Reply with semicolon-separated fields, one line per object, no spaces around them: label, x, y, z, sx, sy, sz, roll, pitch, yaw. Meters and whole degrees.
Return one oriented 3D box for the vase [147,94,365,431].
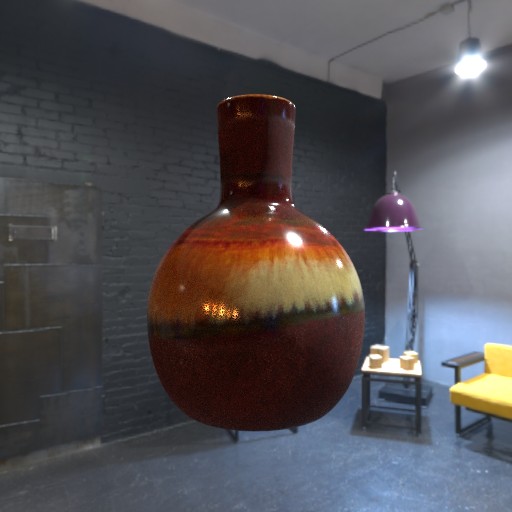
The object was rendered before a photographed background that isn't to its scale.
vase;0.000;0.000;0.232;0.111;0.154;0.111;0;1;0
